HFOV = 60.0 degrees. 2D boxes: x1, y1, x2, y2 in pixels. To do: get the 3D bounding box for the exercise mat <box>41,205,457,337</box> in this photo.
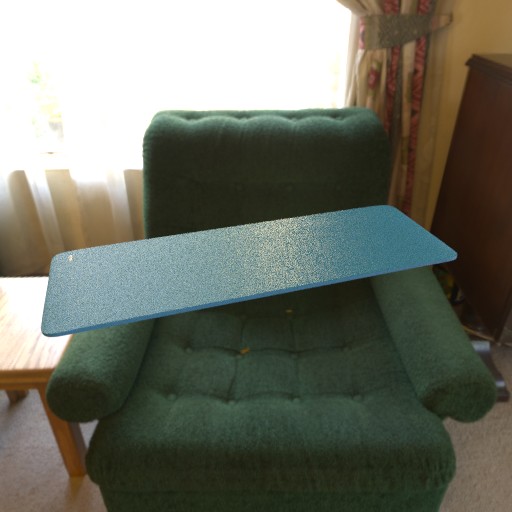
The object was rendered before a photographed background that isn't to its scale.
[{"bbox_3d":[0.000,0.000,2.121,1.869,0.021,0.616,-9,33,-15],"label":"exercise mat"}]
